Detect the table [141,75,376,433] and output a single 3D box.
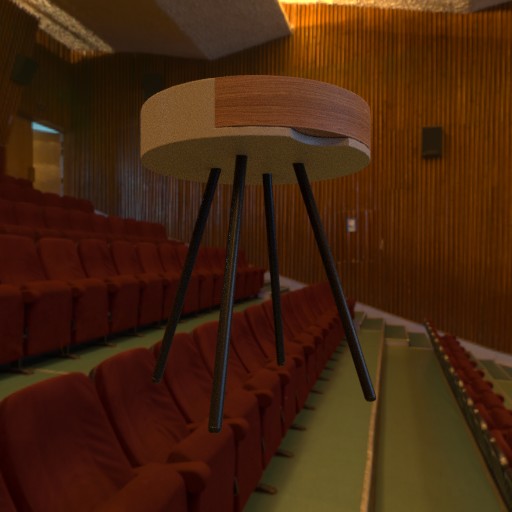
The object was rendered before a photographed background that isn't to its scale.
[{"bbox_3d":[0.000,0.000,0.861,0.450,0.525,0.450,0,0,0],"label":"table"}]
